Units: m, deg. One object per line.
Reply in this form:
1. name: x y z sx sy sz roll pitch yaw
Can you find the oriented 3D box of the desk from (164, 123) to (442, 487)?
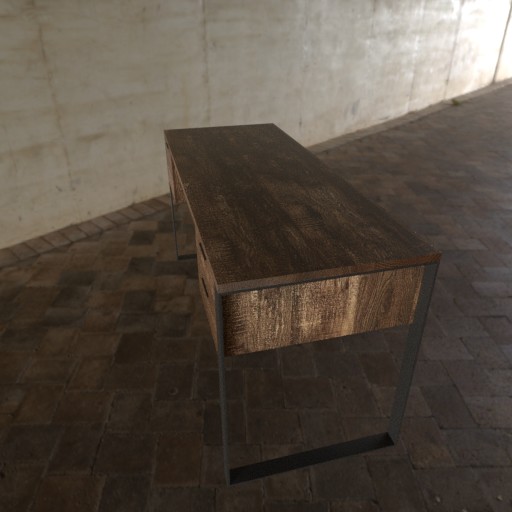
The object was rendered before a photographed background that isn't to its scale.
1. desk: 0.000 0.000 1.918 0.599 0.762 1.524 -7 30 -13
